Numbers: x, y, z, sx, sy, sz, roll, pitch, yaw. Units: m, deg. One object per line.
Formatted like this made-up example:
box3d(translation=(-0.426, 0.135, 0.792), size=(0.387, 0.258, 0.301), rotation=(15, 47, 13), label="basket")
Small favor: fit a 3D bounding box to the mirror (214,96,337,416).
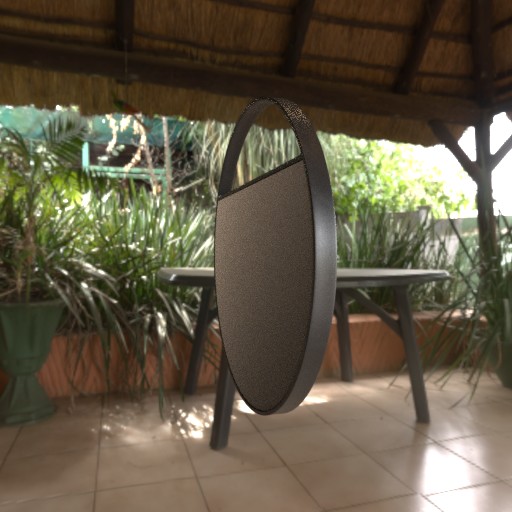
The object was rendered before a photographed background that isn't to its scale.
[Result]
box3d(translation=(0.000, 0.000, 0.833), size=(0.032, 0.565, 0.565), rotation=(0, 0, -19), label="mirror")
